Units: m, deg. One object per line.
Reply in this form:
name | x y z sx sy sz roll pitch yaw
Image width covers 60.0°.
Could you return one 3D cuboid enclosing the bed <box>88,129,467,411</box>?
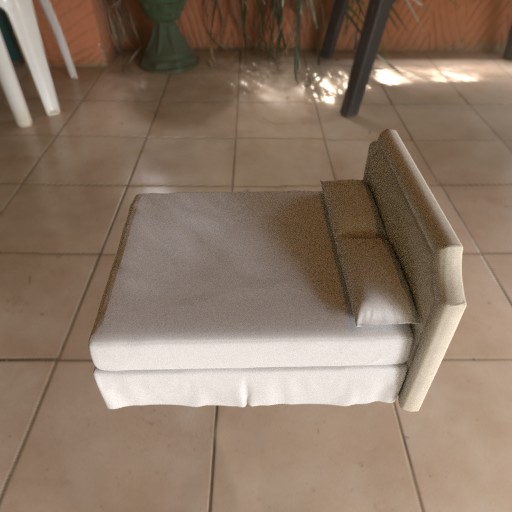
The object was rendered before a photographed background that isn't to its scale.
bed | 0.000 0.000 3.222 2.164 1.297 1.828 -1 42 -1
